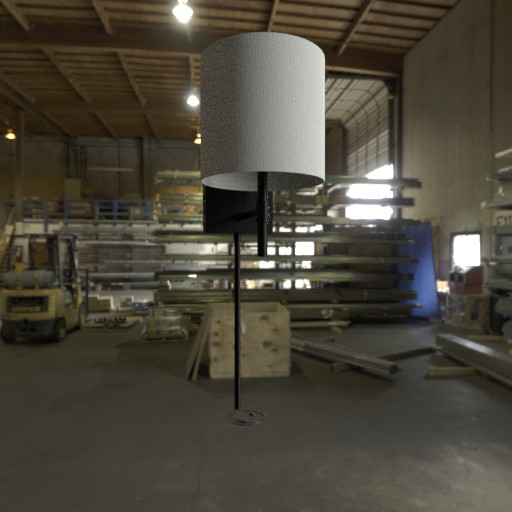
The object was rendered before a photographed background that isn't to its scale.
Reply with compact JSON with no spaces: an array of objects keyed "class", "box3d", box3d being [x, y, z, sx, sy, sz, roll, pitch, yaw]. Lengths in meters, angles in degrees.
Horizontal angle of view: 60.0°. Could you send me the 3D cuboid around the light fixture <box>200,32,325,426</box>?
[{"class":"light fixture","box3d":[0.000,0.000,0.705,0.188,0.589,0.248,0,0,-19]}]
